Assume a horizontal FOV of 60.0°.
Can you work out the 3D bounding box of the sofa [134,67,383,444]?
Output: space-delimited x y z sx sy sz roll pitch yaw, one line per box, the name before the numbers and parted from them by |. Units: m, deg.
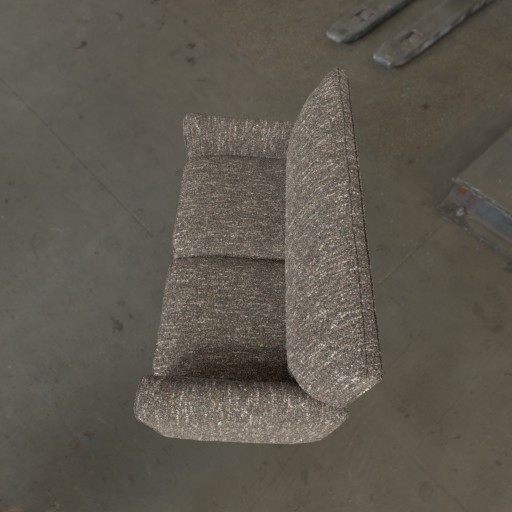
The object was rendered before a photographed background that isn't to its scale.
sofa | 0.000 0.000 2.029 0.801 0.946 1.519 2 58 1
